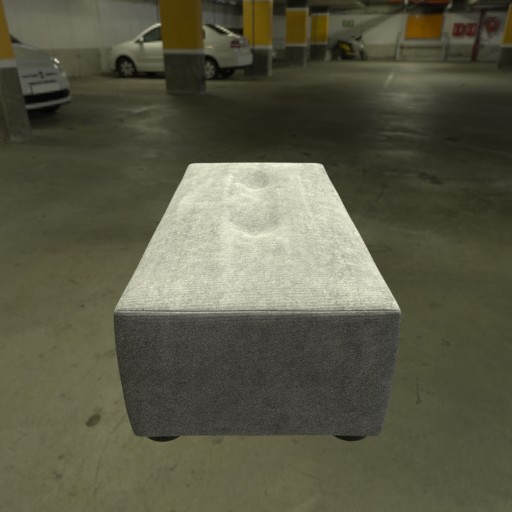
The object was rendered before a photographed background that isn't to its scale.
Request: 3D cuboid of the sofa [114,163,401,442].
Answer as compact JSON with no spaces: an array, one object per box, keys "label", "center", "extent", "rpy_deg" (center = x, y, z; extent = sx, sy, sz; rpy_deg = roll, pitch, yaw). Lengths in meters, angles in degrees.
[{"label":"sofa","center":[0.000,0.000,1.160],"extent":[0.480,0.330,0.930],"rpy_deg":[0,26,0]}]
